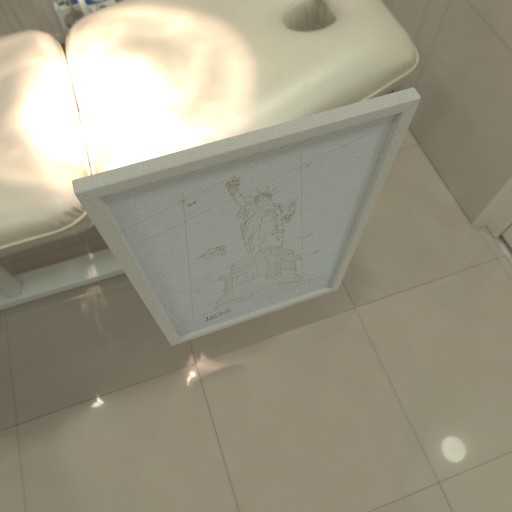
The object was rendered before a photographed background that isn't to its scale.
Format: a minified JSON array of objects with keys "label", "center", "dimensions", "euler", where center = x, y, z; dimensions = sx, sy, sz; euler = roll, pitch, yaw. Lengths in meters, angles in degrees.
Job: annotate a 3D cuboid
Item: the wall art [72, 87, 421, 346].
[{"label":"wall art","center":[0.000,0.000,1.509],"dimensions":[0.808,1.183,0.038],"euler":[-18,65,-9]}]
